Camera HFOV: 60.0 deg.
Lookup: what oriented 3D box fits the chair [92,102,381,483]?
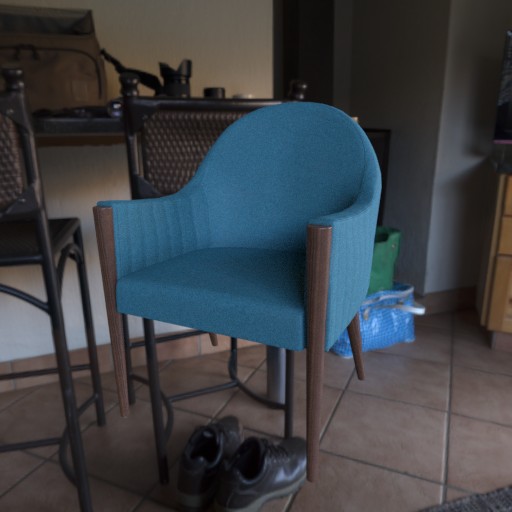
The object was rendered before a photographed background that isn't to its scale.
[{"bbox_3d":[0.000,0.000,1.316,0.656,0.907,0.652,7,16,25],"label":"chair"}]
